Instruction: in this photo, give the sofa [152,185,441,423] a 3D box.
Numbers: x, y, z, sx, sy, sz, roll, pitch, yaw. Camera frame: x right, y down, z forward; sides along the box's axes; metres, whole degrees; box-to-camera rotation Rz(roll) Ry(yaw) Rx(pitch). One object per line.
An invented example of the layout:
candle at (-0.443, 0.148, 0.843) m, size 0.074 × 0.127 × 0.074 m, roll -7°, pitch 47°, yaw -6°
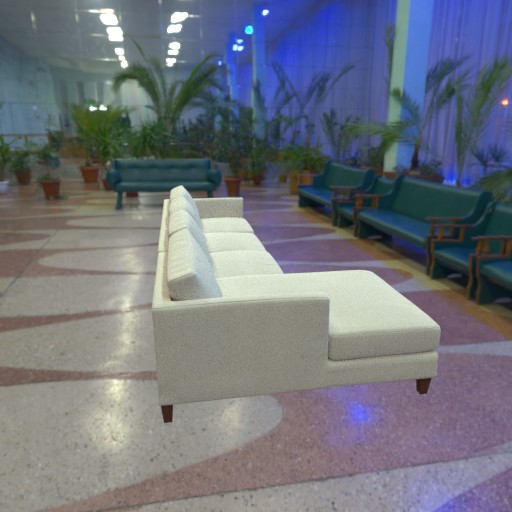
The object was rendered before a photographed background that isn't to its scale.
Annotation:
sofa at (0.000, 0.000, 3.872) m, size 1.625 × 0.861 × 3.186 m, roll -3°, pitch 17°, yaw -10°
